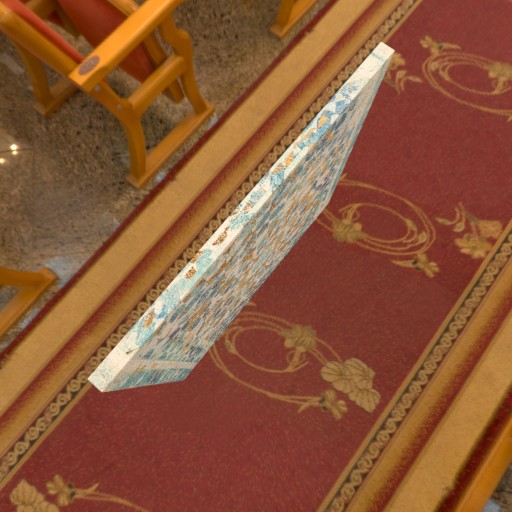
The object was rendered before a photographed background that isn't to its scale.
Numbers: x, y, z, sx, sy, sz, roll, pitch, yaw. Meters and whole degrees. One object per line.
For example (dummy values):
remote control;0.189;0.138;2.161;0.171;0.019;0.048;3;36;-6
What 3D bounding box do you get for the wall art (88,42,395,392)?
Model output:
wall art;0.000;0.000;1.321;0.040;0.916;0.916;38;79;9
